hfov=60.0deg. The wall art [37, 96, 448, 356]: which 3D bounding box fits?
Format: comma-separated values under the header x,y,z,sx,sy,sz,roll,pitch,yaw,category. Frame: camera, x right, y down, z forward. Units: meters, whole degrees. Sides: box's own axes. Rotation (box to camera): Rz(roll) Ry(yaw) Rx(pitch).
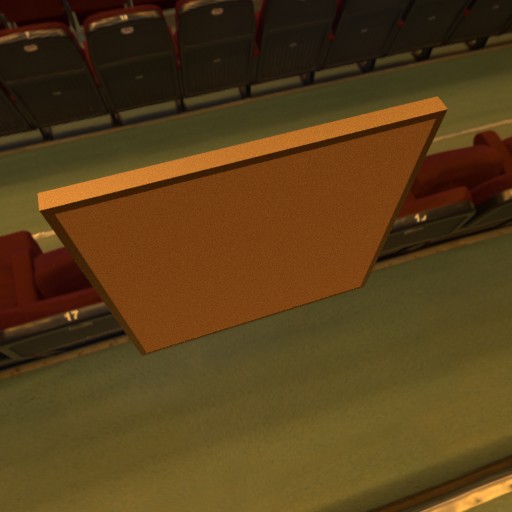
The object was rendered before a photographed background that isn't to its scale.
x,y,z,sx,sy,sz,roll,pitch,yaw,category
0.000,0.000,1.125,0.762,0.762,0.038,-16,61,-9,wall art
